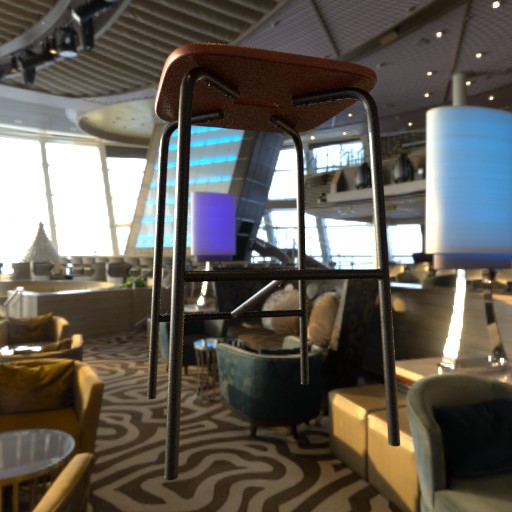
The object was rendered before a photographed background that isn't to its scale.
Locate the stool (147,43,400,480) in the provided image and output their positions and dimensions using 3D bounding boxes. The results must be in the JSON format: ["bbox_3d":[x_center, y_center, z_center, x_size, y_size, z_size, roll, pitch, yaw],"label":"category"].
[{"bbox_3d":[0.000,0.000,0.835,0.376,0.610,0.376,0,0,-17],"label":"stool"}]
